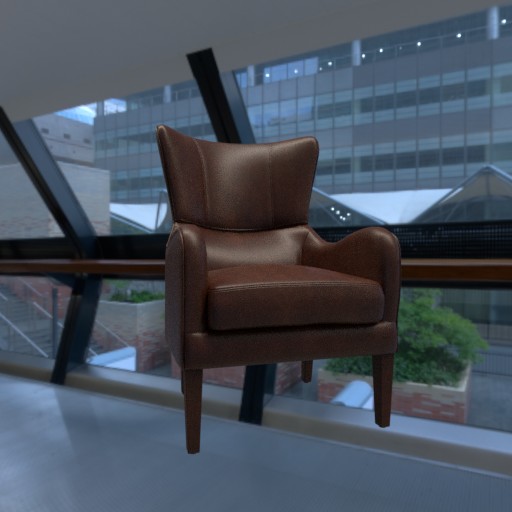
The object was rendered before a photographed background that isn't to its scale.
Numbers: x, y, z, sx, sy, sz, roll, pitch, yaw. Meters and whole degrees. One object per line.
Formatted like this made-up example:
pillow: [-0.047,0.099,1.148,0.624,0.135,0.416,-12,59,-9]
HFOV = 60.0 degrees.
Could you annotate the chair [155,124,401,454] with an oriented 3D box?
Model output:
chair: [0.000,0.000,1.643,0.692,1.048,0.914,0,1,-17]
